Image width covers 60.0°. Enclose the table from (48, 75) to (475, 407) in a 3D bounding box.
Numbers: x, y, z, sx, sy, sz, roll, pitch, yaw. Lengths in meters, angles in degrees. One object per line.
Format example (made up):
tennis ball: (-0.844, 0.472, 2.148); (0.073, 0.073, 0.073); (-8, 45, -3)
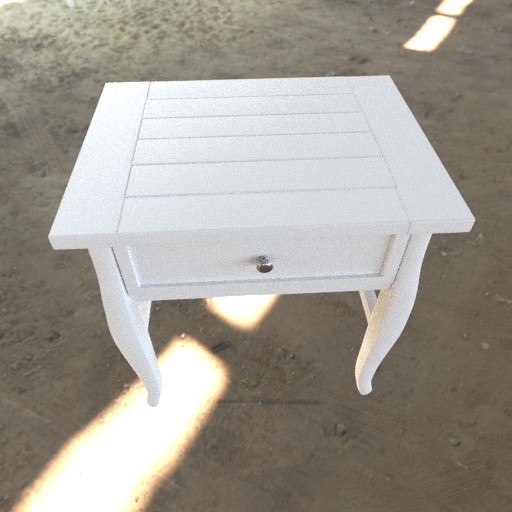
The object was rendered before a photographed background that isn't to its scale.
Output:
table: (0.000, 0.000, 0.994); (0.599, 0.605, 0.463); (-3, 47, -2)
